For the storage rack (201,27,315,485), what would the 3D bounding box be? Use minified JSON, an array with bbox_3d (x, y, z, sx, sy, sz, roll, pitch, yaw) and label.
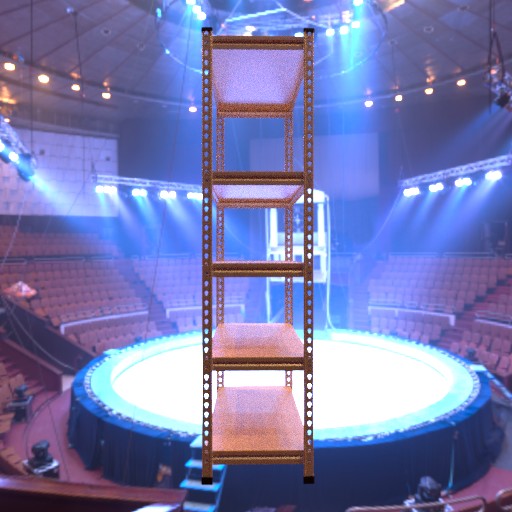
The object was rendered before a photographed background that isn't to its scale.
[{"bbox_3d":[0.000,0.000,2.230,0.457,1.829,0.914,0,0,-1],"label":"storage rack"}]
